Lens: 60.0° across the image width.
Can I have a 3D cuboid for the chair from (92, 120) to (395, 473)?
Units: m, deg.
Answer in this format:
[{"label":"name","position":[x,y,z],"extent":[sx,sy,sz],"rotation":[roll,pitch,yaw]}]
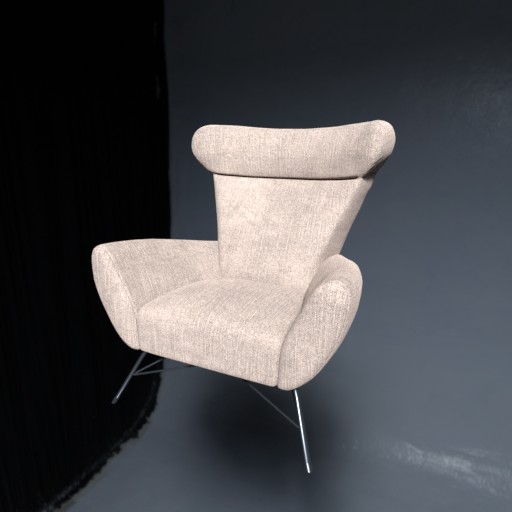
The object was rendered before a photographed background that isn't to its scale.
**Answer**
[{"label":"chair","position":[0.000,0.000,1.769],"extent":[0.980,1.040,0.900],"rotation":[8,17,26]}]
